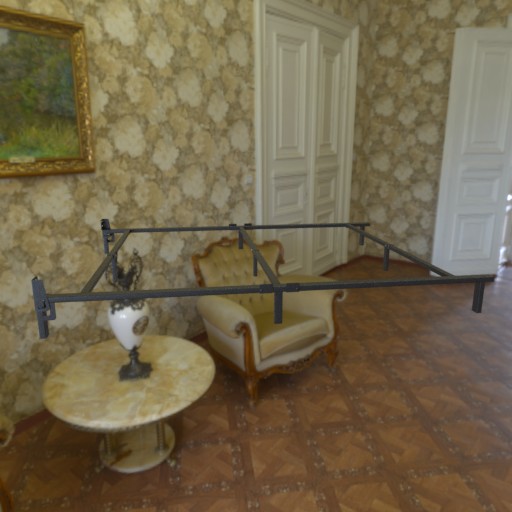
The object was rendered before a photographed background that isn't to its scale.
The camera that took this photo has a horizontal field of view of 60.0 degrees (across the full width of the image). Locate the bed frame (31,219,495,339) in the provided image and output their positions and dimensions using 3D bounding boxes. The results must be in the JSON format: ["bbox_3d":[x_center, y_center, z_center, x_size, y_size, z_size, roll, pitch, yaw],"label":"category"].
[{"bbox_3d":[0.000,0.000,2.610,1.990,0.248,1.498,-2,14,-8],"label":"bed frame"}]
